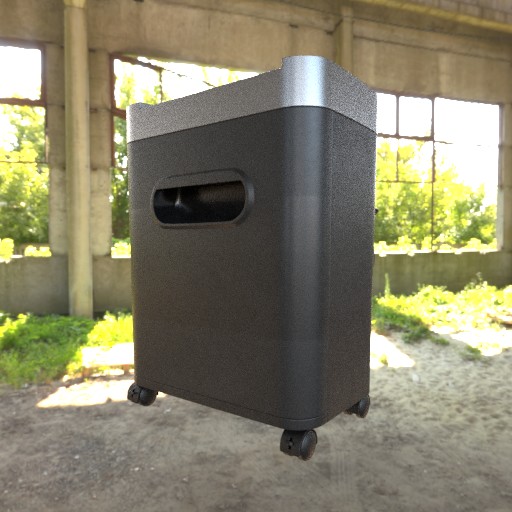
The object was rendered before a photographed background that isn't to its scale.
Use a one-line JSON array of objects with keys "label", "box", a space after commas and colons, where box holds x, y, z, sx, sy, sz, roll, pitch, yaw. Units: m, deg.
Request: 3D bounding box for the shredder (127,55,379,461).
[{"label": "shredder", "box": [0.000, 0.000, 0.618, 0.311, 0.419, 0.237, 1, 2, 37]}]
